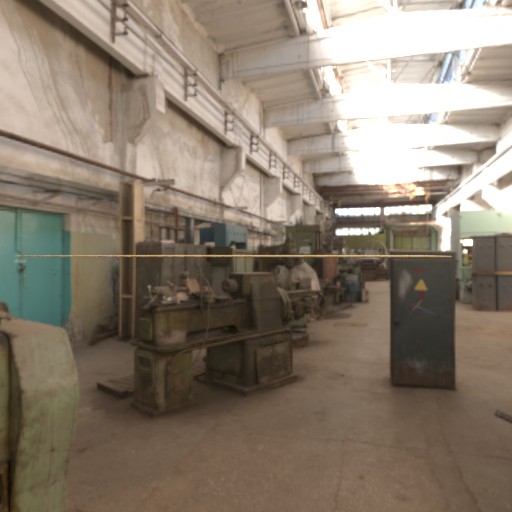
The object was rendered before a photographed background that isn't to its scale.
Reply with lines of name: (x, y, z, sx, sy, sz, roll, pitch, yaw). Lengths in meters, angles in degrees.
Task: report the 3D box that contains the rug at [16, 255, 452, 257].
rug: (0.000, 0.000, 4.033, 3.037, 0.011, 2.433, 0, 0, 18)
